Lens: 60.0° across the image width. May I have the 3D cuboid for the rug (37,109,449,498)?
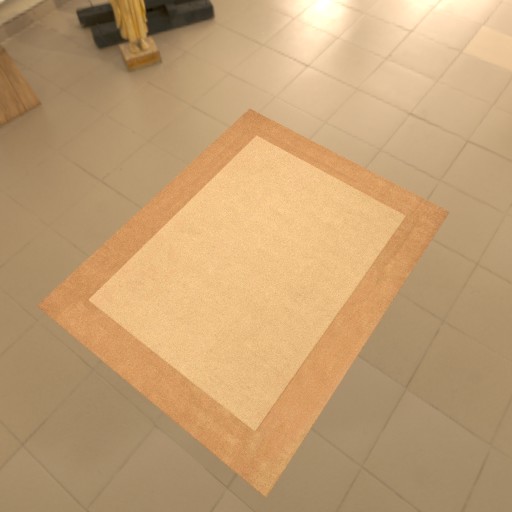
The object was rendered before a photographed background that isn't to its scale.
[{"bbox_3d":[0.000,0.000,4.066,2.438,0.014,3.048,33,65,18],"label":"rug"}]
